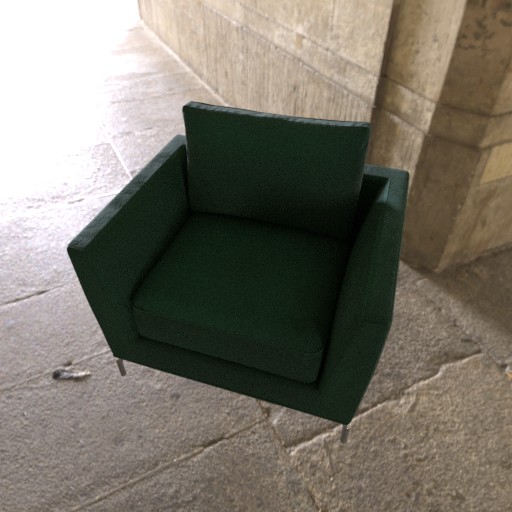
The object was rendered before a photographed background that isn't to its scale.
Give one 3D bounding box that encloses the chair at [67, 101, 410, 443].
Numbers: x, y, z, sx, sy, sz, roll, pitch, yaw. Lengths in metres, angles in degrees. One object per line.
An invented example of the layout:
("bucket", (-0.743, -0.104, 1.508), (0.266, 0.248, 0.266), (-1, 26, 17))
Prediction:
("chair", (0.000, 0.000, 1.777), (1.047, 0.997, 0.852), (12, 43, 13))
